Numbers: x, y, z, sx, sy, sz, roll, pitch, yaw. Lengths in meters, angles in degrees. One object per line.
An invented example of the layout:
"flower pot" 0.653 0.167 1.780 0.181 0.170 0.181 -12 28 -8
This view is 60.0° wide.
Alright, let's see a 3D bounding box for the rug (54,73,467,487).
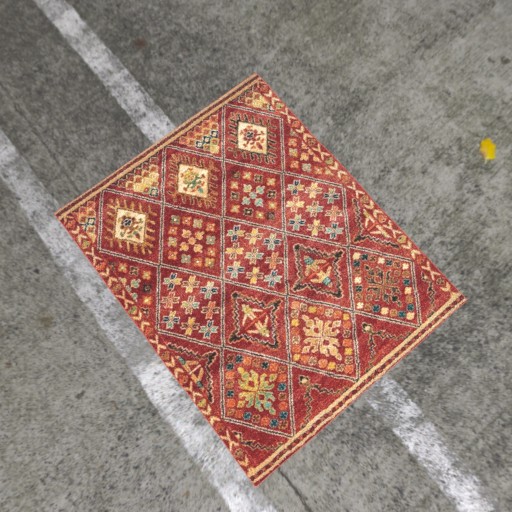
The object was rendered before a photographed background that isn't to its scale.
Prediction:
"rug" 0.000 0.000 4.144 2.489 0.030 3.086 -38 79 -9
